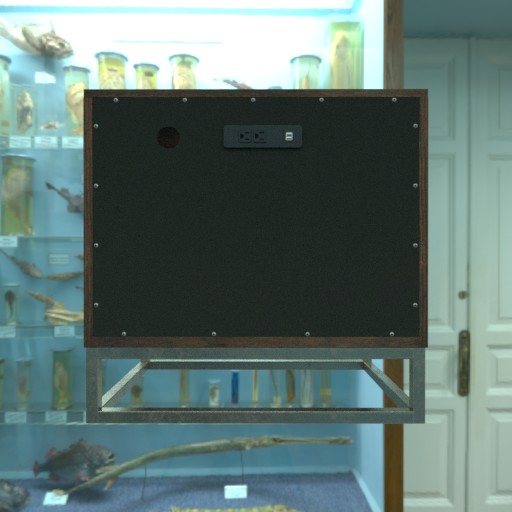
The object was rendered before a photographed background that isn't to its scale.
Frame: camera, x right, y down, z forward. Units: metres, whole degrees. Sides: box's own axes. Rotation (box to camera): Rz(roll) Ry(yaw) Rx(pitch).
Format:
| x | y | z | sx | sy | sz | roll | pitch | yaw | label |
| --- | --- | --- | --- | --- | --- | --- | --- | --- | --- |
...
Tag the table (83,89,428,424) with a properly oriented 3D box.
| x | y | z | sx | sy | sz | roll | pitch | yaw | label |
| --- | --- | --- | --- | --- | --- | --- | --- | --- | --- |
| 0.000 | 0.000 | 1.249 | 0.767 | 0.746 | 0.542 | 0 | 0 | 0 | table |
